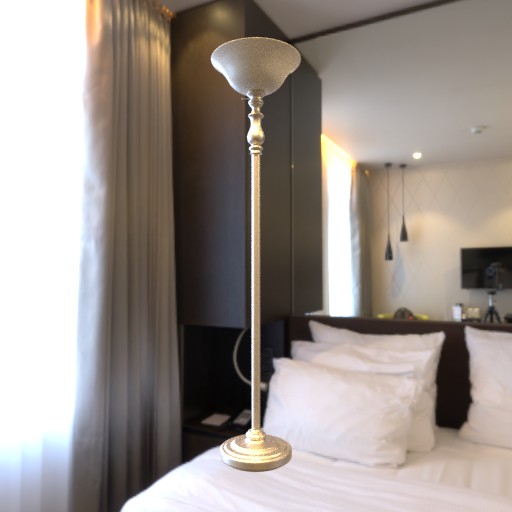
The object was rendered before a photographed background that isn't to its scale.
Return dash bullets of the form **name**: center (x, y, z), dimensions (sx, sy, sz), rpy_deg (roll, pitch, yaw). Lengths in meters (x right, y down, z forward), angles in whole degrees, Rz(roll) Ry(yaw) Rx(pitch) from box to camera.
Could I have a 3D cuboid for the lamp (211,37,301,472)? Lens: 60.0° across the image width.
- **lamp**: center (0.000, 0.000, 1.977), dimensions (0.405, 1.771, 0.405), rpy_deg (0, -2, -2)
